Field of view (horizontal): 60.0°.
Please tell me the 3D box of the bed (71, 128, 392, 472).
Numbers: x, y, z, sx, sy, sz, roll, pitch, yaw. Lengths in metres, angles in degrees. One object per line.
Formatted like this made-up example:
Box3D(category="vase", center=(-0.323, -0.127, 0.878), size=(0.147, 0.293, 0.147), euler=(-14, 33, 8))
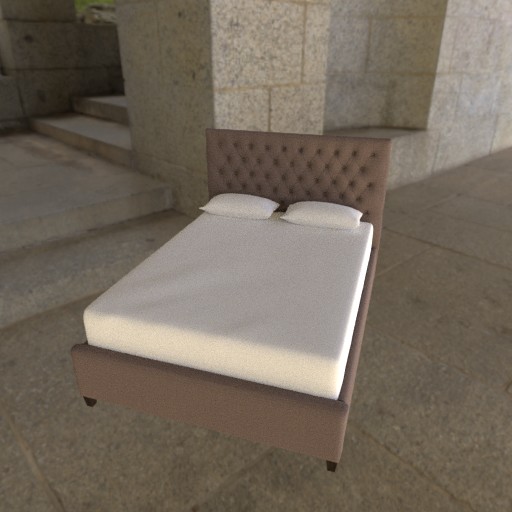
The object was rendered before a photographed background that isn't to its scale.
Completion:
Box3D(category="bed", center=(0.000, 0.000, 3.297), size=(1.696, 1.426, 2.233), euler=(8, 27, 16))
